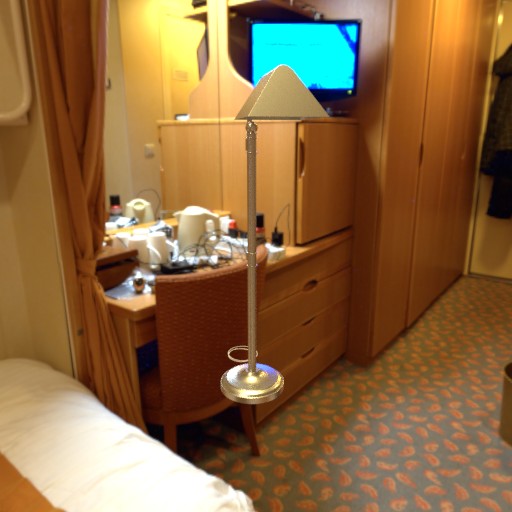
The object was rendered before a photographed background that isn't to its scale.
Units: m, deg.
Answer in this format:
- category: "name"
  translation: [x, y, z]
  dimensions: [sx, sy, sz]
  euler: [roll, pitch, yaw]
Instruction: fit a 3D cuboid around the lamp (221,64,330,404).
- category: "lamp"
  translation: [0.000, 0.000, 0.964]
  dimensions: [0.159, 0.708, 0.546]
  euler: [-2, 16, -9]
